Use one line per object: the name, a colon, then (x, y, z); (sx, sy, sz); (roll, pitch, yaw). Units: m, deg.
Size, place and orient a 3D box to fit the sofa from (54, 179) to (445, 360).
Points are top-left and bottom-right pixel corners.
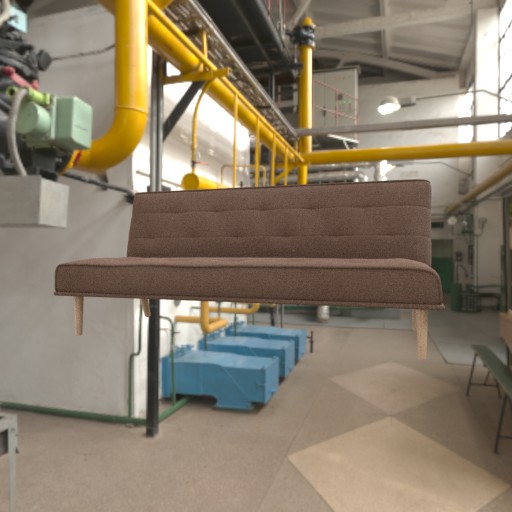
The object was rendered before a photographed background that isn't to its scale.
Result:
sofa: (0.000, 0.000, 2.420); (1.820, 0.810, 1.038); (0, 1, 18)
